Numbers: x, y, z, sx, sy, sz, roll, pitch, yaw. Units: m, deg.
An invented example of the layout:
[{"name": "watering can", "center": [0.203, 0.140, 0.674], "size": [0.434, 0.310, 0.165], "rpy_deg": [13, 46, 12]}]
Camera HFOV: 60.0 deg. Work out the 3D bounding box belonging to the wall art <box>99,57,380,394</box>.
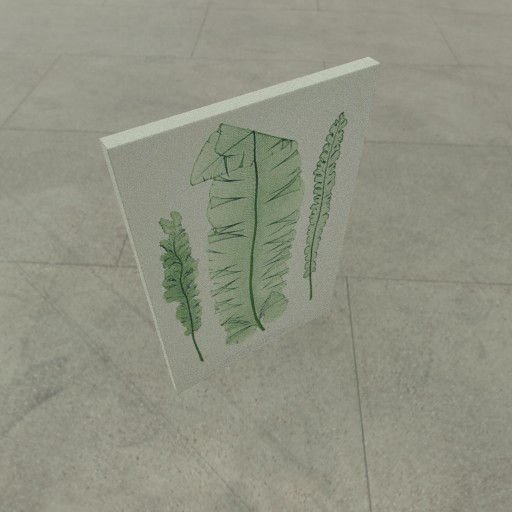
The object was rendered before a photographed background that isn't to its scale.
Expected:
[{"name": "wall art", "center": [0.000, 0.000, 1.196], "size": [0.610, 0.914, 0.038], "rpy_deg": [-25, 52, -21]}]
